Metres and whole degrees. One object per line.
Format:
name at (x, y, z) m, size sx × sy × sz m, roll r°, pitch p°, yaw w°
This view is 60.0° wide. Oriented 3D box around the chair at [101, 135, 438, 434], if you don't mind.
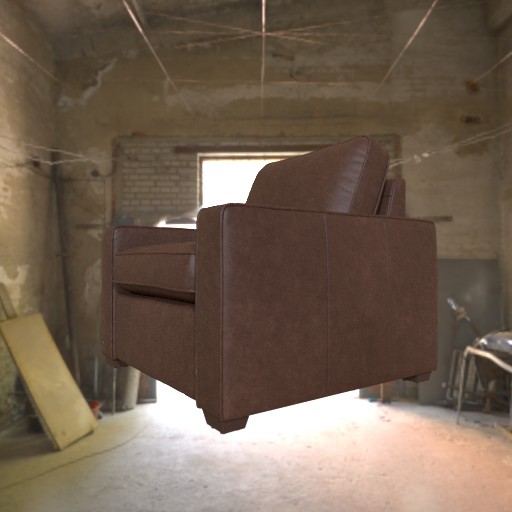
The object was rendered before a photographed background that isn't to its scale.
chair at (0.000, 0.000, 1.747) m, size 0.940 × 0.919 × 1.017 m, roll 1°, pitch -1°, yaw -35°
